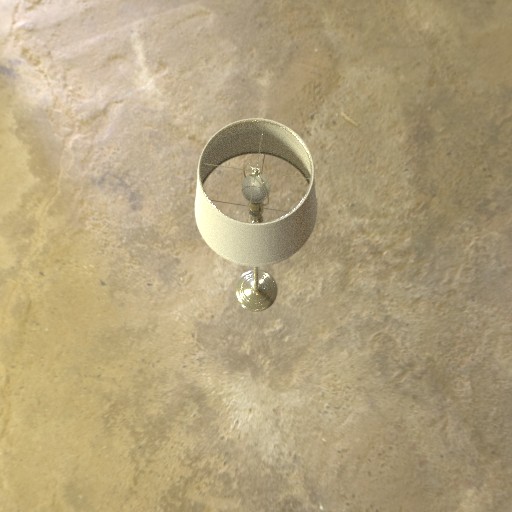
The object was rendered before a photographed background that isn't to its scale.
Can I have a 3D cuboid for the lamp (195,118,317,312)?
[{"bbox_3d":[0.000,0.000,1.693,0.327,1.506,0.327,-35,78,-8],"label":"lamp"}]
